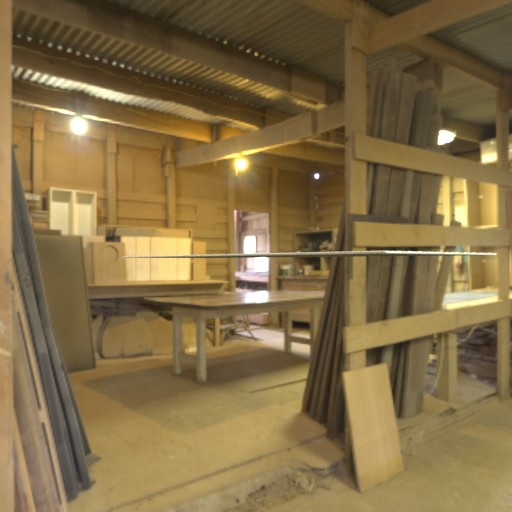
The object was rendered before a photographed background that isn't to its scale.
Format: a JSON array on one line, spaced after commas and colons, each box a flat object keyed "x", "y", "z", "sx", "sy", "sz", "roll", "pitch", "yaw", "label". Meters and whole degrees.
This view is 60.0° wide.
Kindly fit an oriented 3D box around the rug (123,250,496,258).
[{"x": 0.000, "y": 0.000, "z": 2.642, "sx": 0.750, "sy": 0.009, "sz": 2.435, "roll": 0, "pitch": -1, "yaw": -37, "label": "rug"}]
